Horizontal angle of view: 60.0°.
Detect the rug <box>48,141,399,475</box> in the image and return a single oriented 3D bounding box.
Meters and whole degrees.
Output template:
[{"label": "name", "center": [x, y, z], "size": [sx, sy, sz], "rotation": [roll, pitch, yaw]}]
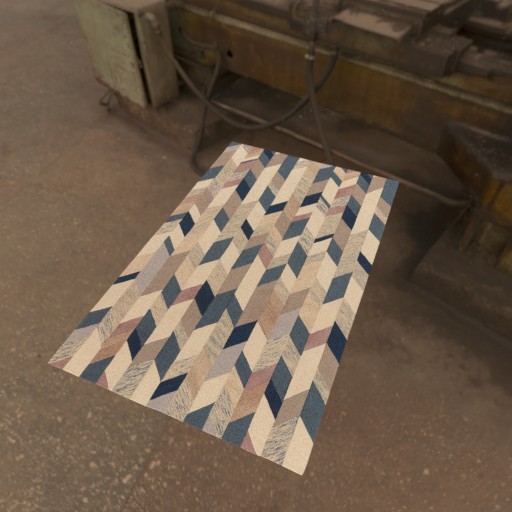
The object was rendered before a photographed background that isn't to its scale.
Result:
[{"label": "rug", "center": [0.000, 0.000, 3.044], "size": [1.513, 0.008, 2.423], "rotation": [17, 50, 15]}]
